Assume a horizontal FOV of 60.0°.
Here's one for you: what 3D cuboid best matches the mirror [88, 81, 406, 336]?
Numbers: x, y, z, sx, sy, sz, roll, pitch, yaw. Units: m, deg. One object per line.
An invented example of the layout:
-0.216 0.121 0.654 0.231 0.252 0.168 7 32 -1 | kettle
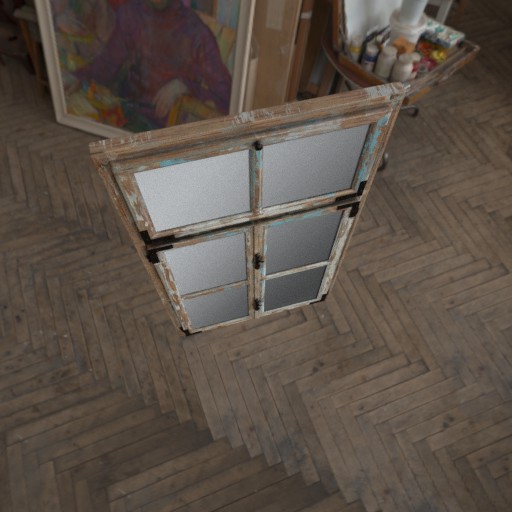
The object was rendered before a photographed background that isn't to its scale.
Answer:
0.000 0.000 1.491 0.707 1.213 0.083 -13 63 -7 | mirror
